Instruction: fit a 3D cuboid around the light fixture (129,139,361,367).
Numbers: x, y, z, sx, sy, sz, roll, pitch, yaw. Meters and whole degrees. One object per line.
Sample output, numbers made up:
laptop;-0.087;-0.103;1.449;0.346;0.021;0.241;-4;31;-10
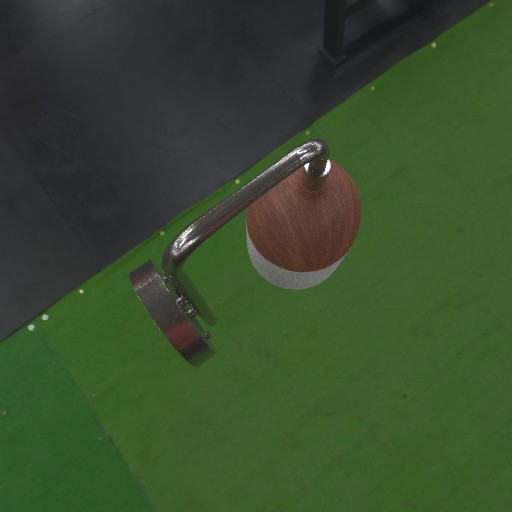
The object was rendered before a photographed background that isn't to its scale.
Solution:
light fixture;0.000;0.000;0.436;0.216;0.343;0.108;-34;77;-9
